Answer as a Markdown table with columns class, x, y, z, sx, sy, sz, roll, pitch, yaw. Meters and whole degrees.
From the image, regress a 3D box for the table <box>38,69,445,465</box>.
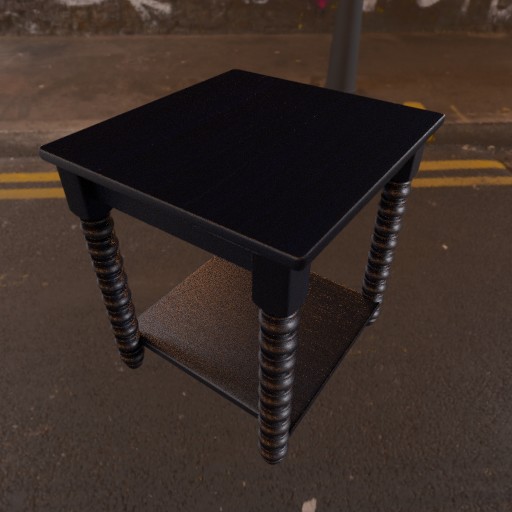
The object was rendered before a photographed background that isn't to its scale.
| class | x | y | z | sx | sy | sz | roll | pitch | yaw |
| --- | --- | --- | --- | --- | --- | --- | --- | --- | --- |
| table | 0.000 | 0.000 | 0.950 | 0.500 | 0.567 | 0.533 | 24 | 45 | 27 |
